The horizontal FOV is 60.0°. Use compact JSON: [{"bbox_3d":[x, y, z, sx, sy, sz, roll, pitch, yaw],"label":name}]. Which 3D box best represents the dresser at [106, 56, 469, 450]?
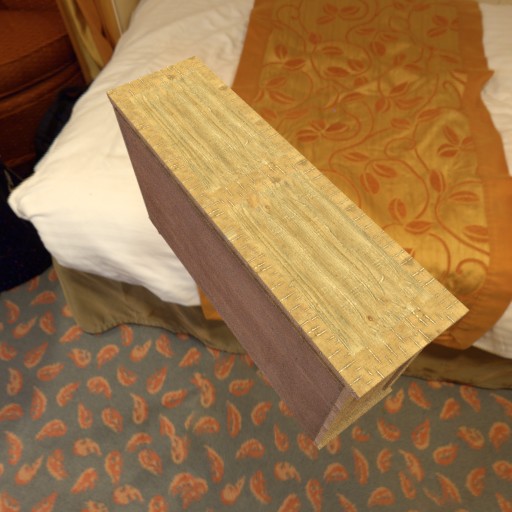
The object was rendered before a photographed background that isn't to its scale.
[{"bbox_3d":[0.000,0.000,2.081,0.457,1.016,1.626,-31,62,-18],"label":"dresser"}]
